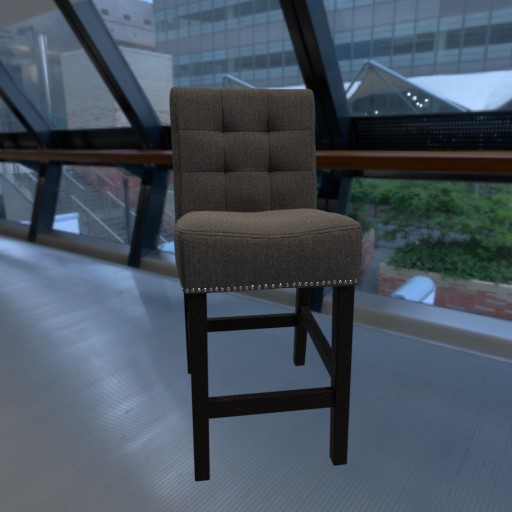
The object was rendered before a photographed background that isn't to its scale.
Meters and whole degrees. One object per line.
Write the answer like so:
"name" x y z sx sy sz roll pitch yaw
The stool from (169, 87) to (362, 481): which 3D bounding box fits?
"stool" 0.000 0.000 1.175 0.427 0.885 0.571 -2 15 -8
